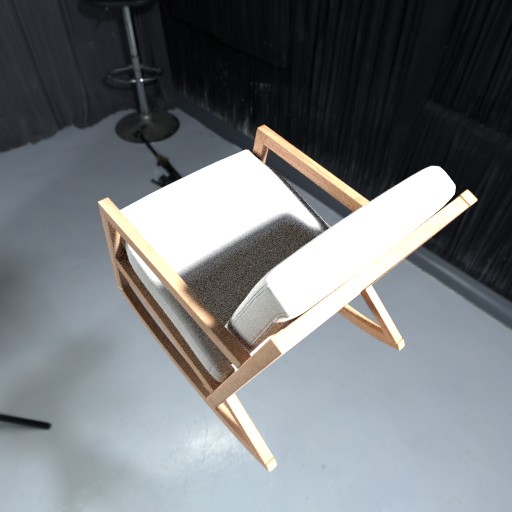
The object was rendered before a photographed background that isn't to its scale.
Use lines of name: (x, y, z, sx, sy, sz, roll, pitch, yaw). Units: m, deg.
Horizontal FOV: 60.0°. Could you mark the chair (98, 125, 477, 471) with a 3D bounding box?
chair: (0.000, 0.000, 1.349, 0.622, 0.790, 0.857, -32, 55, -26)
